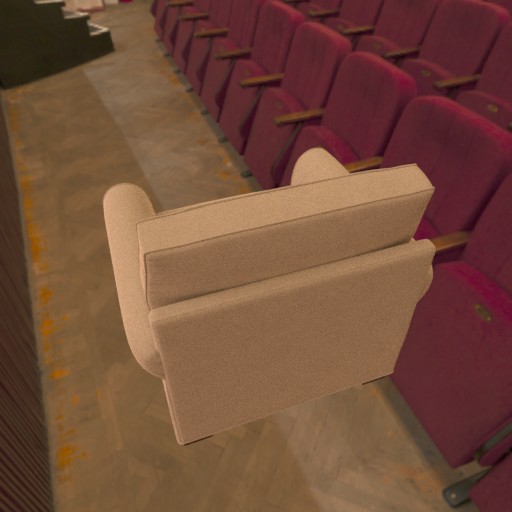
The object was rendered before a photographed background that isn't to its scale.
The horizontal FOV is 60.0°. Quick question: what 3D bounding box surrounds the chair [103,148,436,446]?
[{"bbox_3d":[0.000,0.000,1.717,1.040,0.955,0.863,-14,44,-15],"label":"chair"}]
